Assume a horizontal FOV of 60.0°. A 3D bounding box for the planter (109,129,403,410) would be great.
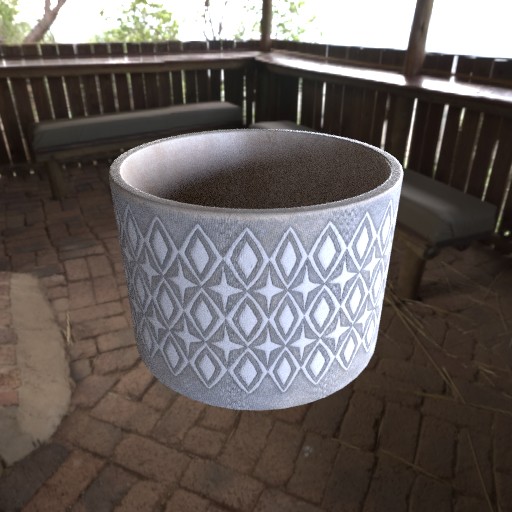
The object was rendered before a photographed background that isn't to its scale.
[{"bbox_3d":[0.000,0.000,0.287,0.164,0.127,0.164,0,28,0],"label":"planter"}]
